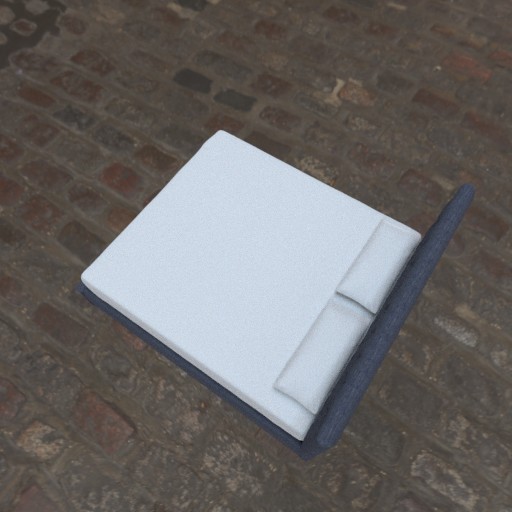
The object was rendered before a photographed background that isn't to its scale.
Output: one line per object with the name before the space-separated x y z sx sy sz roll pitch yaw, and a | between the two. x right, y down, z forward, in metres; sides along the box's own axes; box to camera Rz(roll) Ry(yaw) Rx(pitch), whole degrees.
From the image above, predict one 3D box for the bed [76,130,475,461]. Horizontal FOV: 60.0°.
bed | 0.000 0.000 3.637 2.387 1.427 2.078 32 67 15
